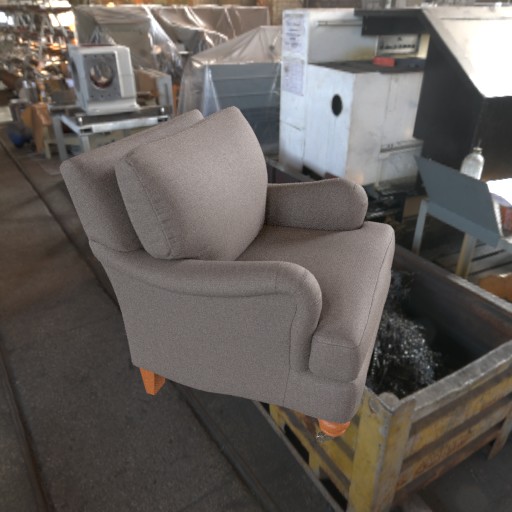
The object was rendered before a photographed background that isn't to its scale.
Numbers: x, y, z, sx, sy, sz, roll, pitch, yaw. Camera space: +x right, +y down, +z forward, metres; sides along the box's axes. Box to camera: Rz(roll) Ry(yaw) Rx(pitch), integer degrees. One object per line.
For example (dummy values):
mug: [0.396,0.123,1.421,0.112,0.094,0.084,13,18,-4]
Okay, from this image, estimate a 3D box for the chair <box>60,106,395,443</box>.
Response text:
chair: [0.000,0.000,1.852,1.070,1.038,0.955,11,31,19]
